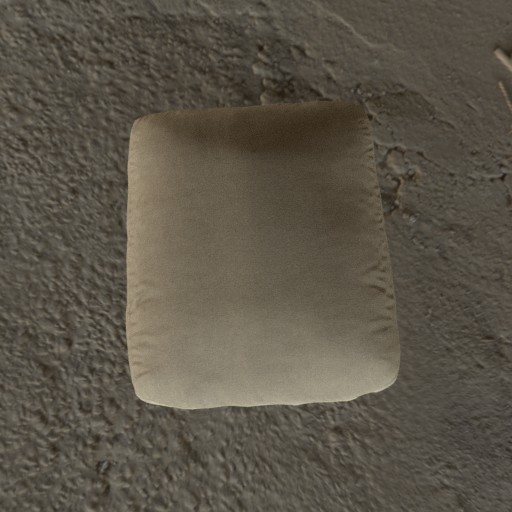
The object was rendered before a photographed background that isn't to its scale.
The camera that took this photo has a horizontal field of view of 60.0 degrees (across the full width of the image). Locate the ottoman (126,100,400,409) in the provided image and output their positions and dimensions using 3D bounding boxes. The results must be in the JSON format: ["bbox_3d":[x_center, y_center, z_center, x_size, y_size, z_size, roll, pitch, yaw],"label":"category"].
[{"bbox_3d":[0.000,0.000,1.107,0.584,0.480,0.712,-3,76,-1],"label":"ottoman"}]
